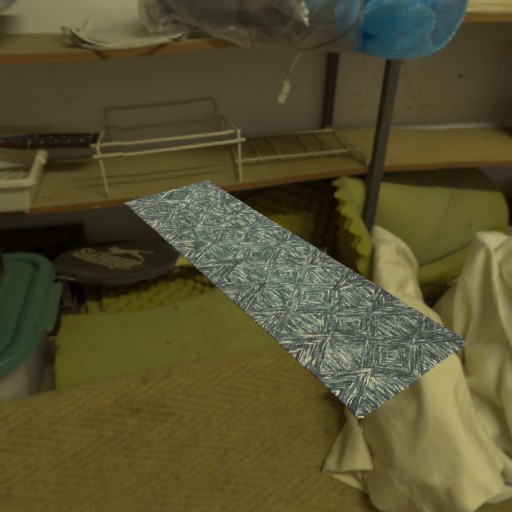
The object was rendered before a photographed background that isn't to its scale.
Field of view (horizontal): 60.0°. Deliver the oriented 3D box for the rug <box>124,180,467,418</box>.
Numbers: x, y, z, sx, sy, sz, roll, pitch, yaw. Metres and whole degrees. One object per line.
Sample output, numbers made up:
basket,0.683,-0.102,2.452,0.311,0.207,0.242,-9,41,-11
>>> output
rug,0.000,0.000,2.610,0.719,0.013,2.306,-21,38,-30
